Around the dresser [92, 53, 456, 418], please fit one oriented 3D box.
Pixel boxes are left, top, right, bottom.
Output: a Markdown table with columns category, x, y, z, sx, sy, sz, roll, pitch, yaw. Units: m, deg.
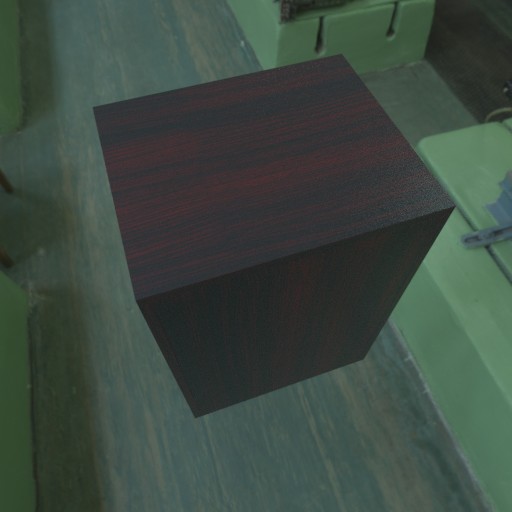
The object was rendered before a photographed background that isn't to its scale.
| category | x | y | z | sx | sy | sz | roll | pitch | yaw |
| --- | --- | --- | --- | --- | --- | --- | --- | --- | --- |
| dresser | 0.000 | 0.000 | 0.841 | 0.400 | 0.560 | 0.360 | -16 | 59 | -10 |
